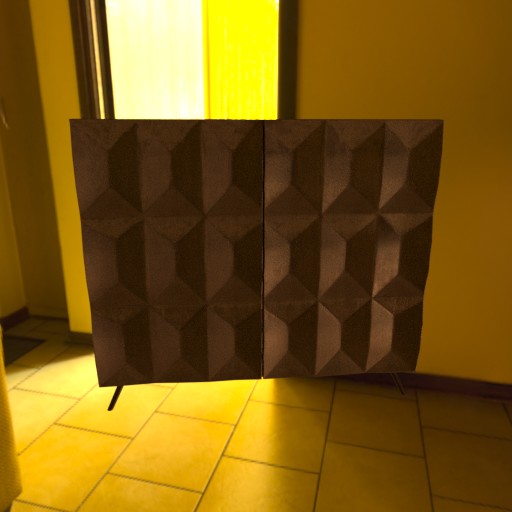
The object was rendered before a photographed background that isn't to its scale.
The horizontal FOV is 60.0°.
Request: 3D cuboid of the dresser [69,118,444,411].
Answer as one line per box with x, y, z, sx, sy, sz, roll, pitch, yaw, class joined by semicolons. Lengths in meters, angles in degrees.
0.000;0.000;1.448;0.967;0.847;0.446;-1;16;-5;dresser
